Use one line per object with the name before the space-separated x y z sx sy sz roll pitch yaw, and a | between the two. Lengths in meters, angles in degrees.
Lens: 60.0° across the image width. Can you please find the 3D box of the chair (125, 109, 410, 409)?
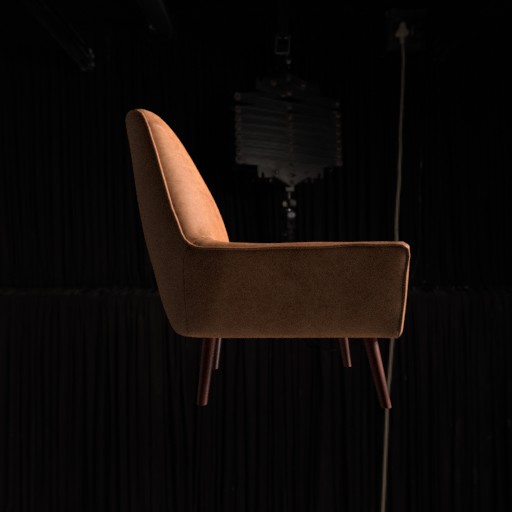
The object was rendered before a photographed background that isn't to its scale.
chair | 0.000 0.000 1.542 0.851 0.883 0.753 0 -1 -1
